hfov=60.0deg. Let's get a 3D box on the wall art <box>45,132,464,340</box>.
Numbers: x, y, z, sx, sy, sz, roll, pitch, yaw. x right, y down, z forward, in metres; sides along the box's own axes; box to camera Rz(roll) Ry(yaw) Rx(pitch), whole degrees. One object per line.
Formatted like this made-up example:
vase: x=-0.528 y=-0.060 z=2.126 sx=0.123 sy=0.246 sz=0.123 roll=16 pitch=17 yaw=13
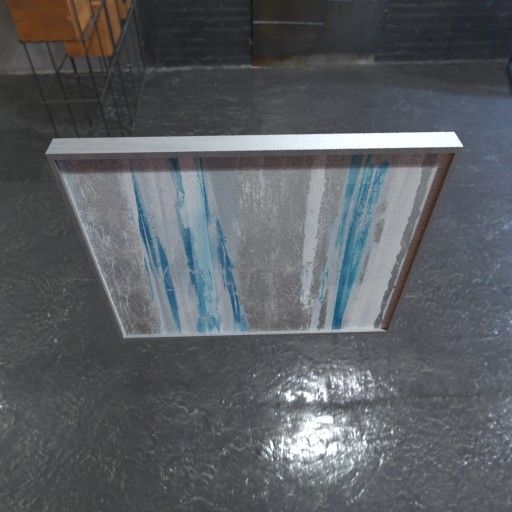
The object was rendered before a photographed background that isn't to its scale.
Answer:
wall art: x=0.000 y=0.000 z=0.767 sx=0.557 sy=0.450 sz=0.037 roll=-1 pitch=47 yaw=-1
